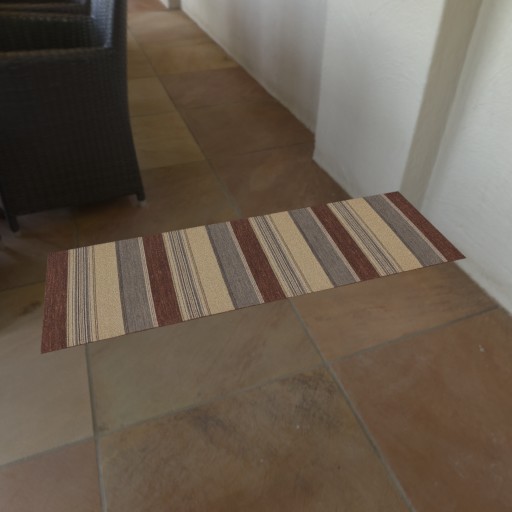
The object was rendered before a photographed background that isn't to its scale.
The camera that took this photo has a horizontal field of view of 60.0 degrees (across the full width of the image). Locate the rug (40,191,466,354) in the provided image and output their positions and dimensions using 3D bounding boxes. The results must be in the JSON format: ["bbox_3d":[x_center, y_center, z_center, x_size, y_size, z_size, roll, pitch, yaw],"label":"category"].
[{"bbox_3d":[0.000,0.000,2.718,2.437,0.006,0.792,-11,42,-13],"label":"rug"}]
